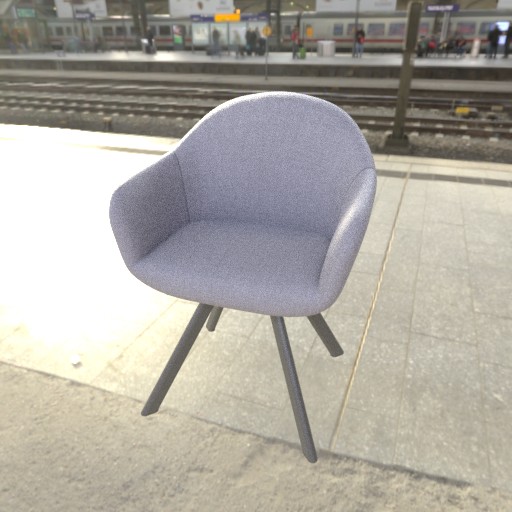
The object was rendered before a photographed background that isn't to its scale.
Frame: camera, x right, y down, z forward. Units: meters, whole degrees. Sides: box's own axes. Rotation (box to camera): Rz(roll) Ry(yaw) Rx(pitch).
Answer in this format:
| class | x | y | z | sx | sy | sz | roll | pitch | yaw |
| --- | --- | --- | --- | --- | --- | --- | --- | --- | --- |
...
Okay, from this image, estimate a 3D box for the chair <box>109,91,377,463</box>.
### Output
| class | x | y | z | sx | sy | sz | roll | pitch | yaw |
| --- | --- | --- | --- | --- | --- | --- | --- | --- | --- |
| chair | 0.000 | 0.000 | 1.204 | 0.590 | 0.795 | 0.550 | 8 | 28 | 17 |
